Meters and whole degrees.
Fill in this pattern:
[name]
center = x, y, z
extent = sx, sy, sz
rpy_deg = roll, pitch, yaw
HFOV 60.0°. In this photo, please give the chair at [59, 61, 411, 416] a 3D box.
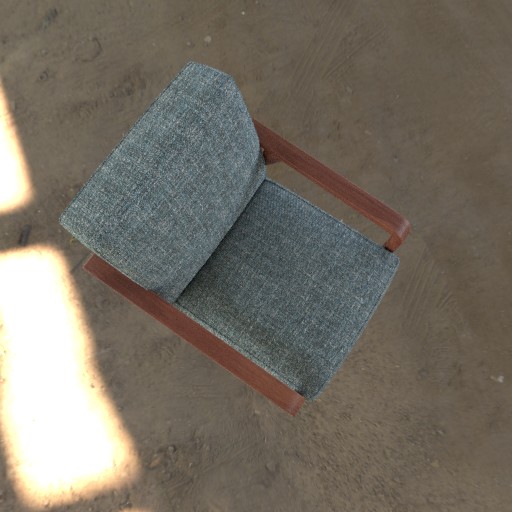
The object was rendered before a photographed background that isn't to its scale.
[chair]
center = 0.000, 0.000, 1.509
extent = 0.889, 0.864, 0.719
rpy_deg = 33, 78, 8
